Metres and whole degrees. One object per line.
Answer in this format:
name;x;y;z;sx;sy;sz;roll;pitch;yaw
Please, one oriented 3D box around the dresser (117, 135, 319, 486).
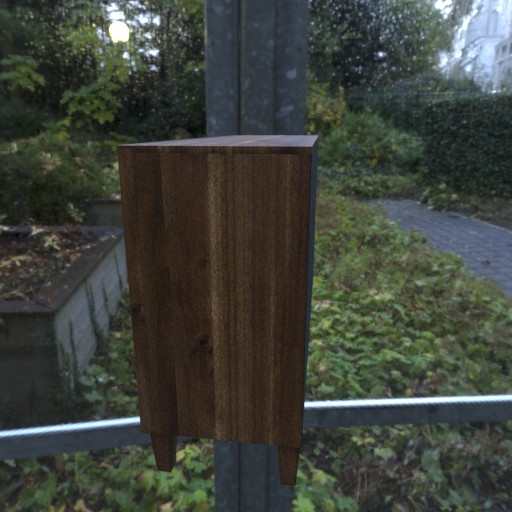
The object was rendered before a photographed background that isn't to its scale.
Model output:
dresser;0.000;0.000;1.739;0.438;0.892;1.387;2;16;8
